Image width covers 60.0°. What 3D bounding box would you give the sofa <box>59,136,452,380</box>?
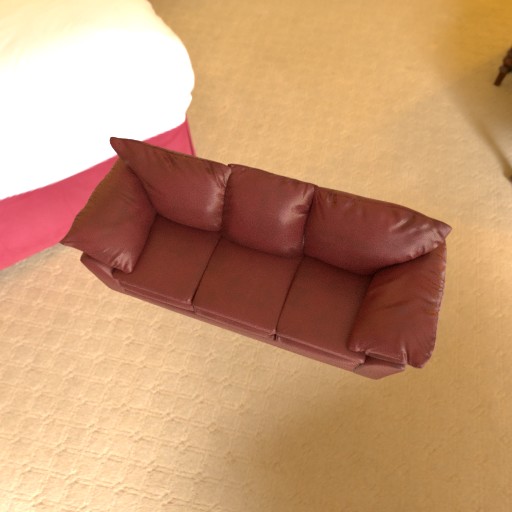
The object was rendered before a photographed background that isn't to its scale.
[{"bbox_3d":[0.000,0.000,2.995,2.390,1.091,0.907,17,61,10],"label":"sofa"}]
